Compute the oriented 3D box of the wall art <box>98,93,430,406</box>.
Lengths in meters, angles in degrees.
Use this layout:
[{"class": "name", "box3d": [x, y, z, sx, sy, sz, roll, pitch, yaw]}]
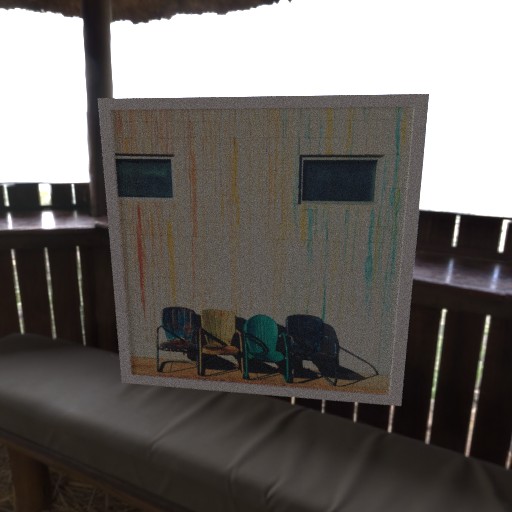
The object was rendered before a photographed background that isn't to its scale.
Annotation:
[{"class": "wall art", "box3d": [0.000, 0.000, 1.118, 0.760, 0.760, 0.036, 2, 15, 8]}]
